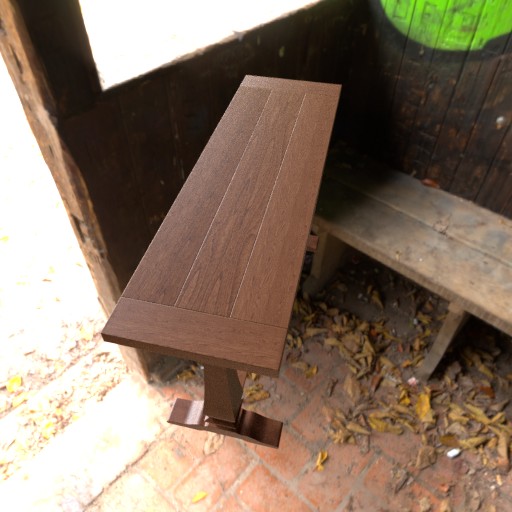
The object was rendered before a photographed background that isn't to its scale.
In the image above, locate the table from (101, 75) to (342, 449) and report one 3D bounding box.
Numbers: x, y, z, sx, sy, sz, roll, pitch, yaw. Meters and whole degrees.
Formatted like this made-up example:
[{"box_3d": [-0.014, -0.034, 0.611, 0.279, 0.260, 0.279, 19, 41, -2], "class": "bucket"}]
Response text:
[{"box_3d": [0.000, 0.000, 1.861, 0.461, 0.852, 1.478, 10, 47, 9], "class": "table"}]
